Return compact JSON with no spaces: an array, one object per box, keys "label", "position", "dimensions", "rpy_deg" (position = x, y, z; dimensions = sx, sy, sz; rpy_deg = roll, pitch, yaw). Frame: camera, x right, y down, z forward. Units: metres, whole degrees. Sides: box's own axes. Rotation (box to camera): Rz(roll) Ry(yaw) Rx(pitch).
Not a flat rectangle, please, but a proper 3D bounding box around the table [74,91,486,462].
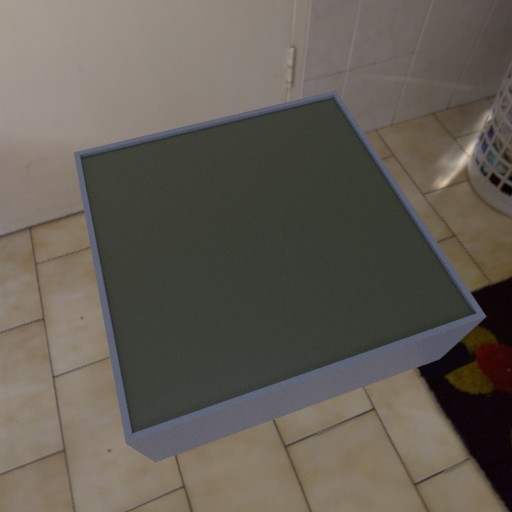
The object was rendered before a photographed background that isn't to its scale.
[{"label":"table","position":[0.000,0.000,1.236],"dimensions":[0.801,0.299,0.801],"rpy_deg":[-16,60,-10]}]
